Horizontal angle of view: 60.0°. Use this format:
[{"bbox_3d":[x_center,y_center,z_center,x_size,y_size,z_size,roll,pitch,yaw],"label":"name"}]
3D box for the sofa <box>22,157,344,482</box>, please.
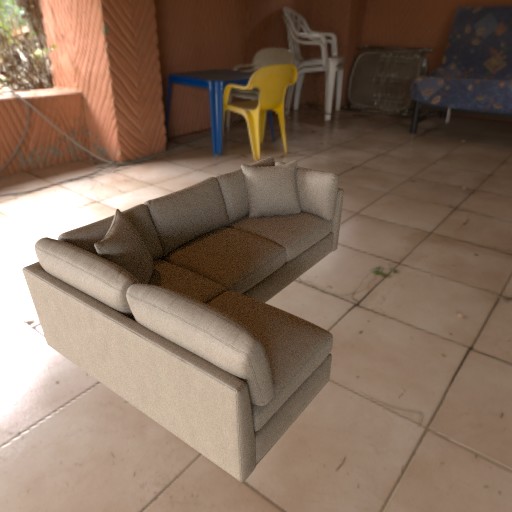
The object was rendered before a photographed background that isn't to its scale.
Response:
[{"bbox_3d":[0.000,0.000,3.711,1.994,0.978,2.896,19,34,32],"label":"sofa"}]
